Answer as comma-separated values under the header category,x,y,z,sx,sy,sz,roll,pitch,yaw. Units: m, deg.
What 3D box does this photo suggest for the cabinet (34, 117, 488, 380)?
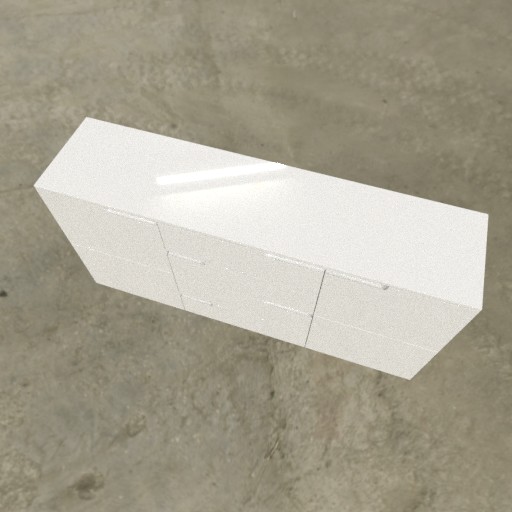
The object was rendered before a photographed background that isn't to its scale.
category,x,y,z,sx,sy,sz,roll,pitch,yaw
cabinet,0.000,0.000,1.989,1.650,0.800,0.400,16,60,9
